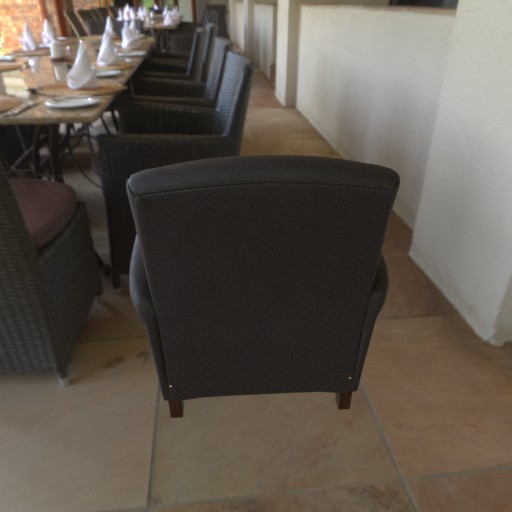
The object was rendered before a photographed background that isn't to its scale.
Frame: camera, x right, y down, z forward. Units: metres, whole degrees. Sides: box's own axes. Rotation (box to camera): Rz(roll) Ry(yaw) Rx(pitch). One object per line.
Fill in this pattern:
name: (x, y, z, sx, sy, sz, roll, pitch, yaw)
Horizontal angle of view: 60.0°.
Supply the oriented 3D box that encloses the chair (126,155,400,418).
chair: (0.000, 0.000, 1.778, 0.978, 1.061, 0.902, -2, 30, -3)
